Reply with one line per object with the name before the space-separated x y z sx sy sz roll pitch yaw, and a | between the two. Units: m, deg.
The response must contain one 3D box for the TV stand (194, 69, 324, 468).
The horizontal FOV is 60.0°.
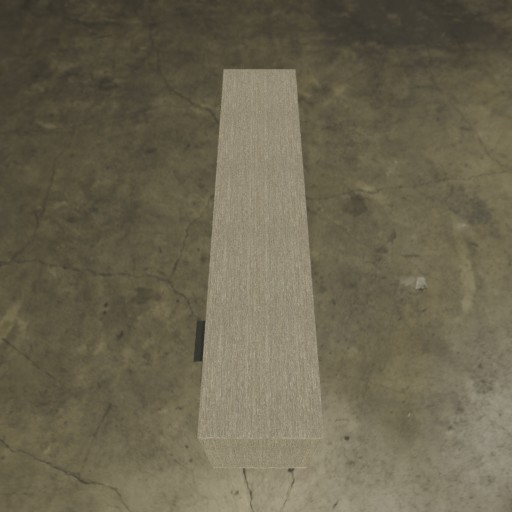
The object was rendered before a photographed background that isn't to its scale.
TV stand | 0.000 0.000 2.126 0.405 0.787 1.804 0 56 0
